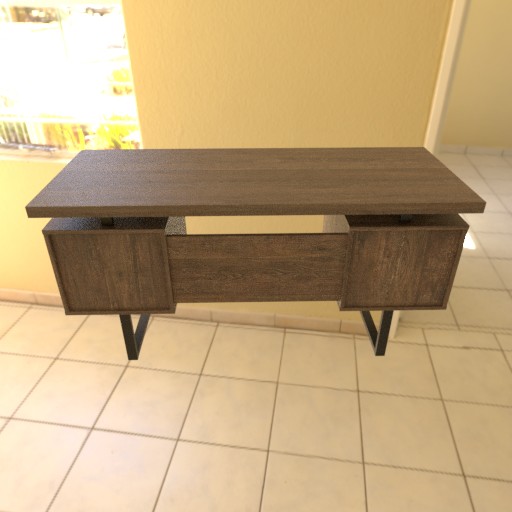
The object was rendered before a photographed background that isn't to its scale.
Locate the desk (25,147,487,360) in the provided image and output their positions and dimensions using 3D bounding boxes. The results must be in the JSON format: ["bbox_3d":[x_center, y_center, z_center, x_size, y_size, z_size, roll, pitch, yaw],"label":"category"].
[{"bbox_3d":[0.000,0.000,1.915,1.524,0.760,0.600,-1,31,-1],"label":"desk"}]
